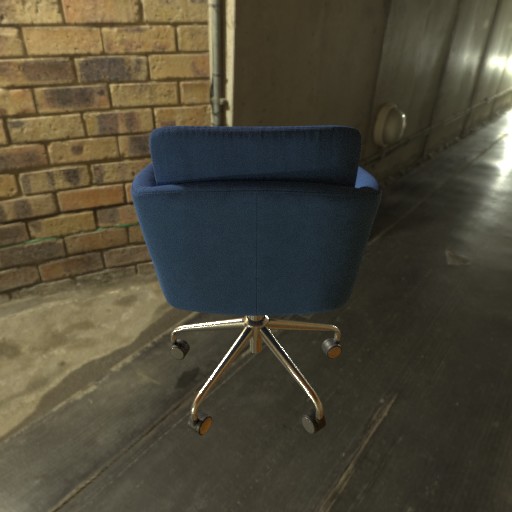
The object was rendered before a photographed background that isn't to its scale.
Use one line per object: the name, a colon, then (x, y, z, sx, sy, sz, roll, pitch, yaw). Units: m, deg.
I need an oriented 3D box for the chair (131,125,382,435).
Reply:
chair: (0.000, 0.000, 1.357, 0.641, 0.908, 0.635, 0, 29, 0)
